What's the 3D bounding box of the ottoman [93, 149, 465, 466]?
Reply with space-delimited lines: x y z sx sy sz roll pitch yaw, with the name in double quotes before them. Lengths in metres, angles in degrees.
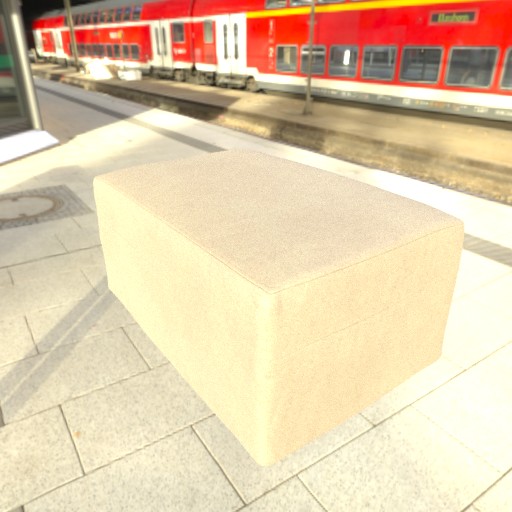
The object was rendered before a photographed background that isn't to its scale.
"ottoman" 0.000 0.000 1.204 0.590 0.444 0.872 -18 31 -32
